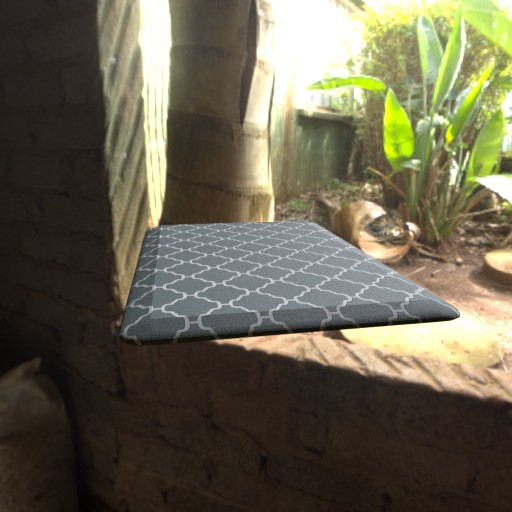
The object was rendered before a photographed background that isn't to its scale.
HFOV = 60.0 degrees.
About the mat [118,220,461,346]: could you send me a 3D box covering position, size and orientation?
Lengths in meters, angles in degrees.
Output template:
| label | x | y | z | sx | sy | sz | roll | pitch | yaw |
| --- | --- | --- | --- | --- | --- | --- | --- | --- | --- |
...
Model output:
| label | x | y | z | sx | sy | sz | roll | pitch | yaw |
| --- | --- | --- | --- | --- | --- | --- | --- | --- | --- |
| mat | 0.000 | 0.000 | 0.970 | 0.508 | 0.021 | 0.762 | -3 | 15 | -10 |
